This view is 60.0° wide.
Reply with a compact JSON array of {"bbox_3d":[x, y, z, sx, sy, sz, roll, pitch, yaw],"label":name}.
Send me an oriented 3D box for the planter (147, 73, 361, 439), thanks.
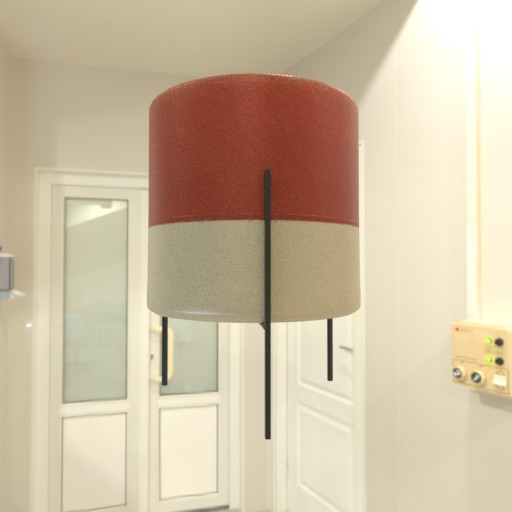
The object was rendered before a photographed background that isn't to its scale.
[{"bbox_3d":[0.000,0.000,0.738,0.354,0.465,0.345,1,-2,-36],"label":"planter"}]
